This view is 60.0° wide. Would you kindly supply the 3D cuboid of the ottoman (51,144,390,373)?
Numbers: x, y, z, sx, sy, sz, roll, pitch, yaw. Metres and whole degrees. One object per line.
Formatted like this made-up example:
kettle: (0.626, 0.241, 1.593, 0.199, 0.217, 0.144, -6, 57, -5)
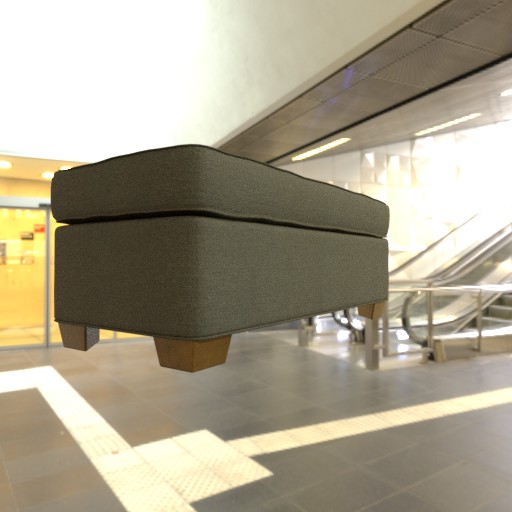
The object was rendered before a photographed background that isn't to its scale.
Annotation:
ottoman: (0.000, 0.000, 1.402, 0.515, 0.460, 1.110, 0, -1, 35)
